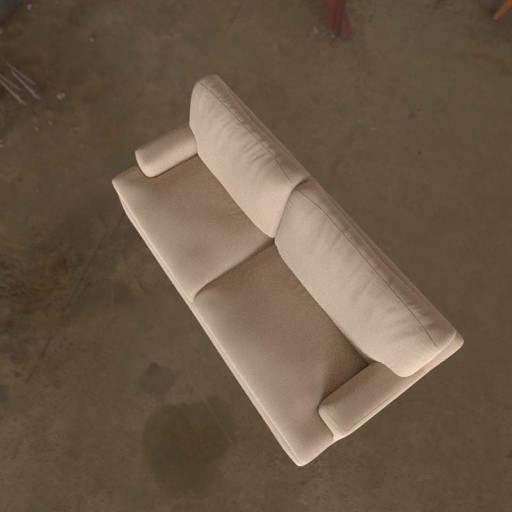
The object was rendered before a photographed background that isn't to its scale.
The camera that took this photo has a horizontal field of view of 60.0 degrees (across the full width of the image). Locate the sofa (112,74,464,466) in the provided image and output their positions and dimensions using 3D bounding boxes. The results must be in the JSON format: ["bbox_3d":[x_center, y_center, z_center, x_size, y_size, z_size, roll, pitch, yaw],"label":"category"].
[{"bbox_3d":[0.000,0.000,2.617,0.929,0.925,2.147,-32,67,-15],"label":"sofa"}]
